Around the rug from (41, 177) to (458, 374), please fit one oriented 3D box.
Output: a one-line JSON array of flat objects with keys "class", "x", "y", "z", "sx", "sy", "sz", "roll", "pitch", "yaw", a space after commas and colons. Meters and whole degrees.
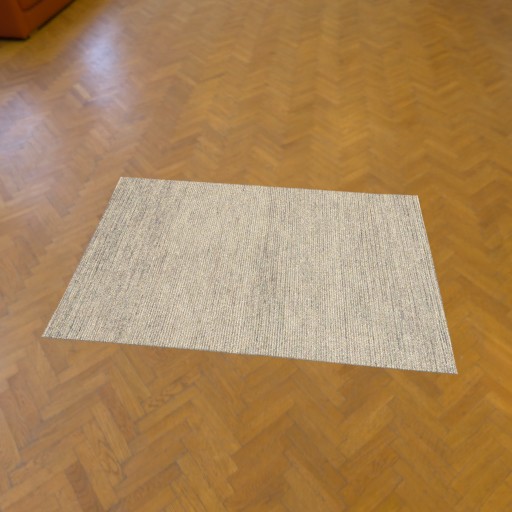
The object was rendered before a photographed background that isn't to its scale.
[{"class": "rug", "x": 0.000, "y": 0.000, "z": 2.282, "sx": 1.804, "sy": 0.022, "sz": 1.162, "roll": 4, "pitch": 47, "yaw": 4}]
